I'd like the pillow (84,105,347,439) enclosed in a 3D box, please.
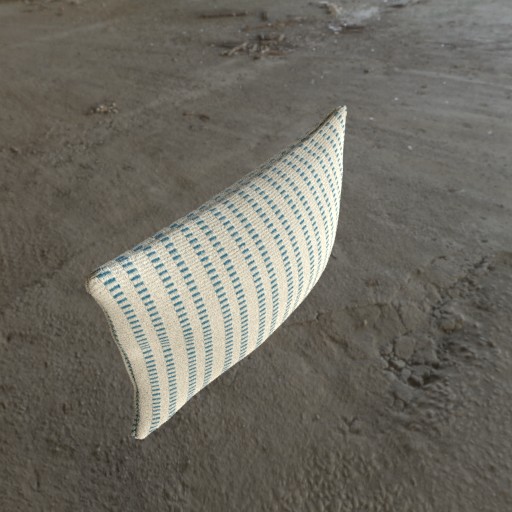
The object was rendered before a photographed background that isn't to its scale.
[{"bbox_3d":[0.000,0.000,0.795,0.210,0.353,0.640,24,45,27],"label":"pillow"}]
